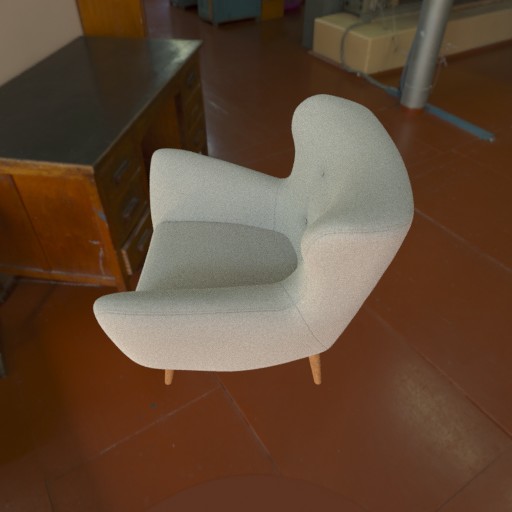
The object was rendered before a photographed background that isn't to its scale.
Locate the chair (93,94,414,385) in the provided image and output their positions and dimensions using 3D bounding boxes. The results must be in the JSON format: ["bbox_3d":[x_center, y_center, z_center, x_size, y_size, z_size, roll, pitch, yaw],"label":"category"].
[{"bbox_3d":[0.000,0.000,1.595,0.889,0.889,0.890,1,42,1],"label":"chair"}]
